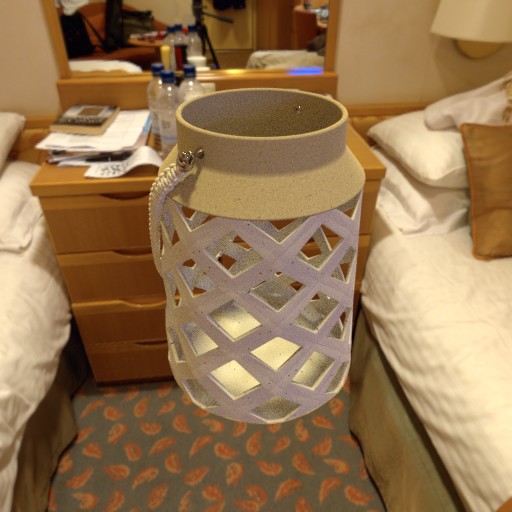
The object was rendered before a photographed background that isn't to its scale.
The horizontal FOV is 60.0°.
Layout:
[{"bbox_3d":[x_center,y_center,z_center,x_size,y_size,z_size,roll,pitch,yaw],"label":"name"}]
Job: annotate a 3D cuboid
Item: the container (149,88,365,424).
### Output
[{"bbox_3d":[0.000,0.000,0.400,0.198,0.264,0.188,23,40,30],"label":"container"}]
